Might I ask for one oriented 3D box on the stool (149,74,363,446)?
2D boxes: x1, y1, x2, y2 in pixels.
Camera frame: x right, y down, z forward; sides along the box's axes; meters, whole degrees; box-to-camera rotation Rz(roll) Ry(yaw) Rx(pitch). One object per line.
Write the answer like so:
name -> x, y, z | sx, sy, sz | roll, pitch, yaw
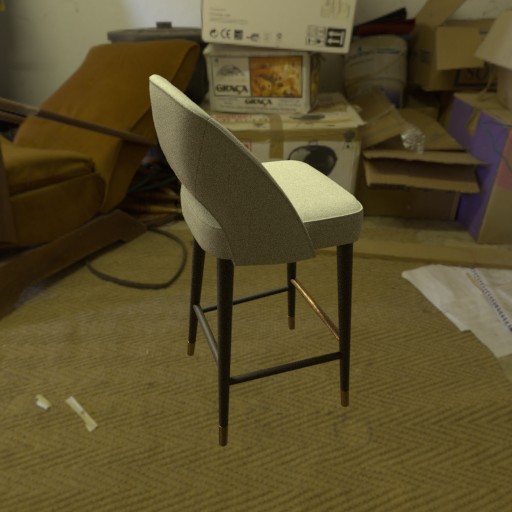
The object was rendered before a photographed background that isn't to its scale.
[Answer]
stool -> 0.000, 0.000, 1.339 | 0.509, 1.037, 0.494 | -11, 32, -18
